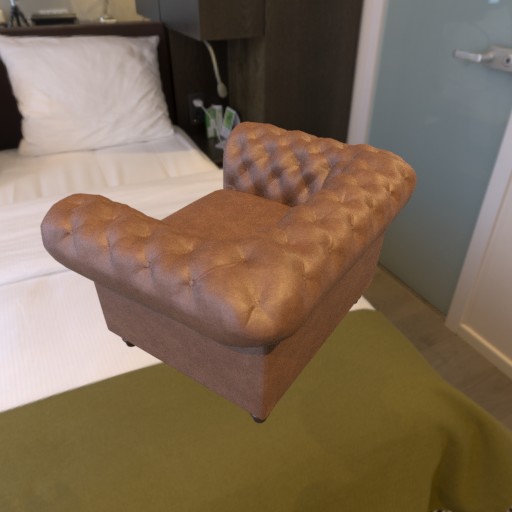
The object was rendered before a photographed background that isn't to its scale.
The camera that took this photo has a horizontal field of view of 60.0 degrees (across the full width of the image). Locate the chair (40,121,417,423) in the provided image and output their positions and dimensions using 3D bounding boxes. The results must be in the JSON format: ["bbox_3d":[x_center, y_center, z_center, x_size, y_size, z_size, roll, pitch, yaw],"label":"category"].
[{"bbox_3d":[0.000,0.000,1.878,0.954,0.784,1.298,21,39,28],"label":"chair"}]
